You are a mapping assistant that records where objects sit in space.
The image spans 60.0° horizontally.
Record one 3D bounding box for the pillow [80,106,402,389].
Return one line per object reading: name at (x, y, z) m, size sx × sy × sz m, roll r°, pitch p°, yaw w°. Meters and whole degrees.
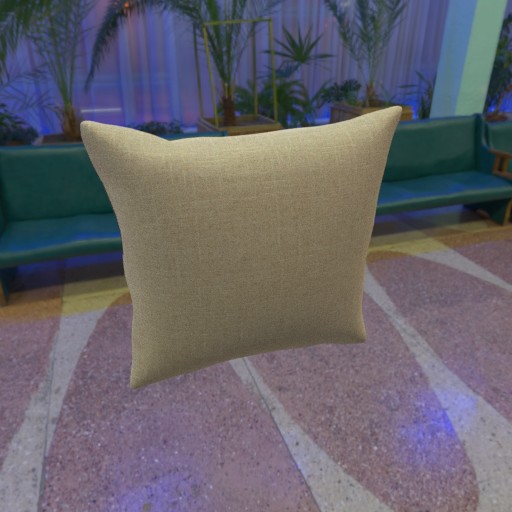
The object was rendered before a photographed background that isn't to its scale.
pillow at (0.000, 0.000, 0.639) m, size 0.414 × 0.399 × 0.173 m, roll -8°, pitch 28°, yaw -15°
